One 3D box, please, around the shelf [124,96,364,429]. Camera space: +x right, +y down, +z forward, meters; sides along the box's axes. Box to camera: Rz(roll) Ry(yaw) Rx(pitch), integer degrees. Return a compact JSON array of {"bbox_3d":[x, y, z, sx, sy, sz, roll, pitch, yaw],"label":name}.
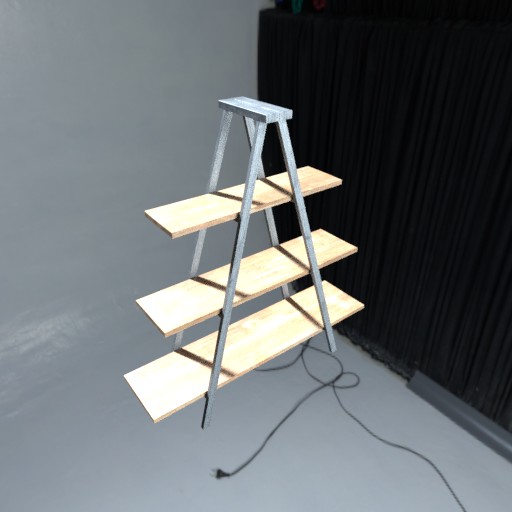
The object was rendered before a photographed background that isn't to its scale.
[{"bbox_3d":[0.000,0.000,2.732,1.746,1.808,0.508,-21,37,-31],"label":"shelf"}]
